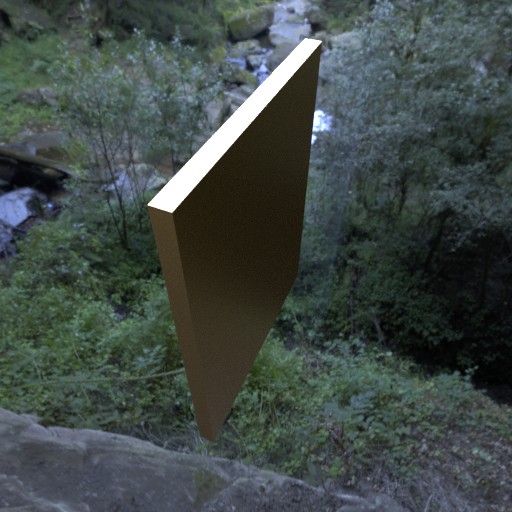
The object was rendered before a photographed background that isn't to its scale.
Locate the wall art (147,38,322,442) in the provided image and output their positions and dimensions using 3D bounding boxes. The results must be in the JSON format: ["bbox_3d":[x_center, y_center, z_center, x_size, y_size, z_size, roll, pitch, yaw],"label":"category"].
[{"bbox_3d":[0.000,0.000,1.036,0.038,0.762,0.610,18,49,16],"label":"wall art"}]
